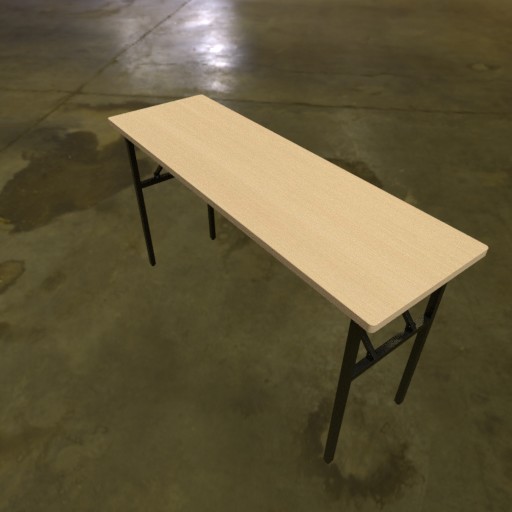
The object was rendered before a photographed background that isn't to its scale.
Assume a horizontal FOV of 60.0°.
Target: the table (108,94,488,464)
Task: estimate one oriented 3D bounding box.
[{"bbox_3d":[0.000,0.000,1.698,0.447,0.750,1.397,-26,46,-28],"label":"table"}]
